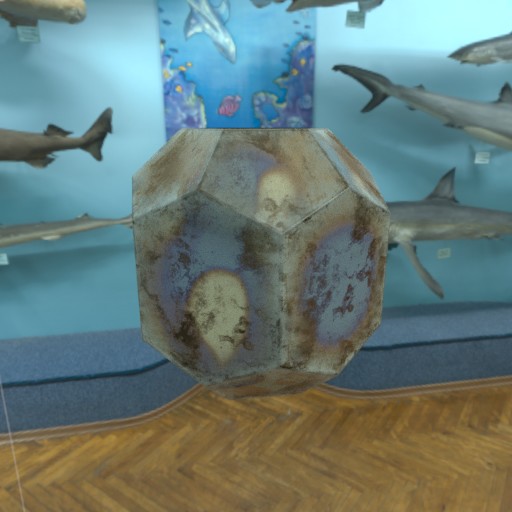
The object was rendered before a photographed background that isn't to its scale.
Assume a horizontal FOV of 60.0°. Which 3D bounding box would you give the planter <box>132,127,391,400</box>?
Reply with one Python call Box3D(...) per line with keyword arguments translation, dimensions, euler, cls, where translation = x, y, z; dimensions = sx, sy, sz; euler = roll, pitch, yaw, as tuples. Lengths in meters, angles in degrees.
Box3D(translation=(0.000, 0.000, 0.429), dimensions=(0.221, 0.238, 0.243), euler=(-2, 17, -8), cls="planter")
